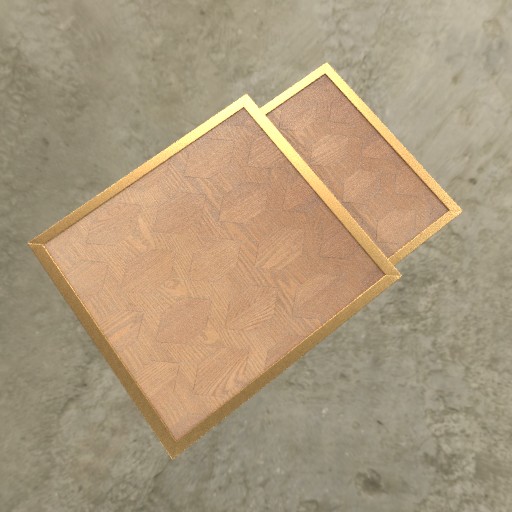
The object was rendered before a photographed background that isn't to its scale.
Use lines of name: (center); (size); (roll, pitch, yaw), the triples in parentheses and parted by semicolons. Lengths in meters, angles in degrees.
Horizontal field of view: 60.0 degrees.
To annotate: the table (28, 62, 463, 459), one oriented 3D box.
table: (0.000, 0.000, 1.131); (0.762, 0.505, 0.505); (-37, 80, -8)
